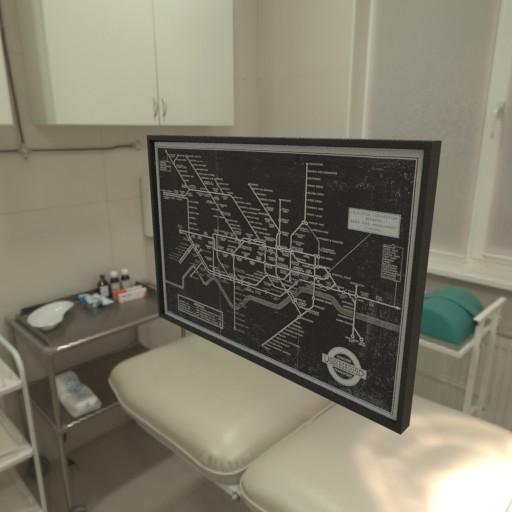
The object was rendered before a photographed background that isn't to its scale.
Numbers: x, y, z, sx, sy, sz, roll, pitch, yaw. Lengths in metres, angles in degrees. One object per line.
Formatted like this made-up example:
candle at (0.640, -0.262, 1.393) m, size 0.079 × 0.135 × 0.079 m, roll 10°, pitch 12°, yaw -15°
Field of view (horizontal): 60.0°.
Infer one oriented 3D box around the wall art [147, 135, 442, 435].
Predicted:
wall art at (0.000, 0.000, 0.581) m, size 0.443 × 0.301 × 0.021 m, roll 15°, pitch 22°, yaw 42°
